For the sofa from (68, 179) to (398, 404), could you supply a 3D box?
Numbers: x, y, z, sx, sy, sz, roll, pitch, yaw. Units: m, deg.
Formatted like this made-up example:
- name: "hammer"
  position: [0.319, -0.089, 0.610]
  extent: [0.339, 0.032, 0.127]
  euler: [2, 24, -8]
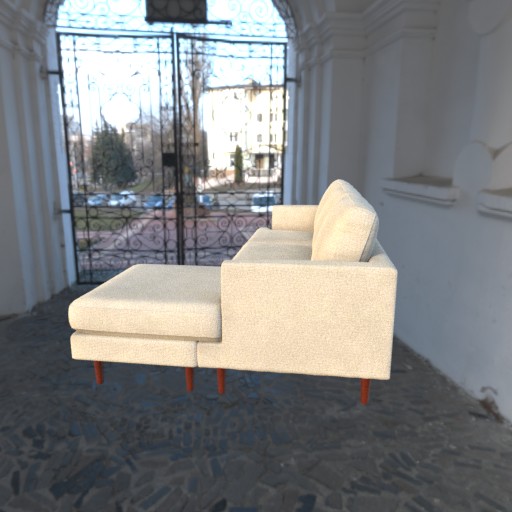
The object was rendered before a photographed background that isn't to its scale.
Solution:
- name: "sofa"
  position: [0.000, 0.000, 3.047]
  extent: [1.504, 0.956, 2.233]
  euler: [2, 13, 8]
